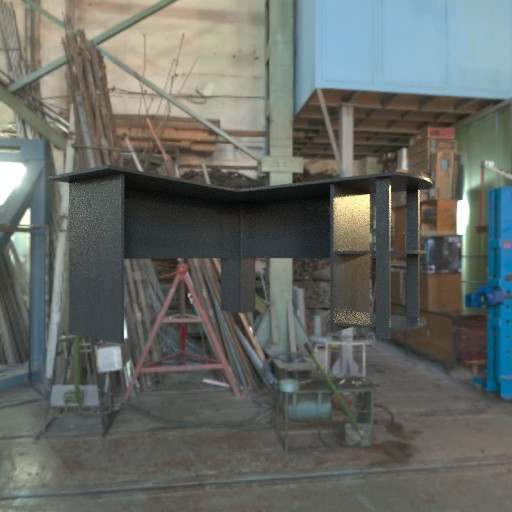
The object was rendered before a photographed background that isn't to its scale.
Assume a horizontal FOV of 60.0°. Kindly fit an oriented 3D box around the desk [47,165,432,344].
[{"bbox_3d":[0.000,0.000,2.104,1.361,0.716,1.303,0,0,37],"label":"desk"}]
